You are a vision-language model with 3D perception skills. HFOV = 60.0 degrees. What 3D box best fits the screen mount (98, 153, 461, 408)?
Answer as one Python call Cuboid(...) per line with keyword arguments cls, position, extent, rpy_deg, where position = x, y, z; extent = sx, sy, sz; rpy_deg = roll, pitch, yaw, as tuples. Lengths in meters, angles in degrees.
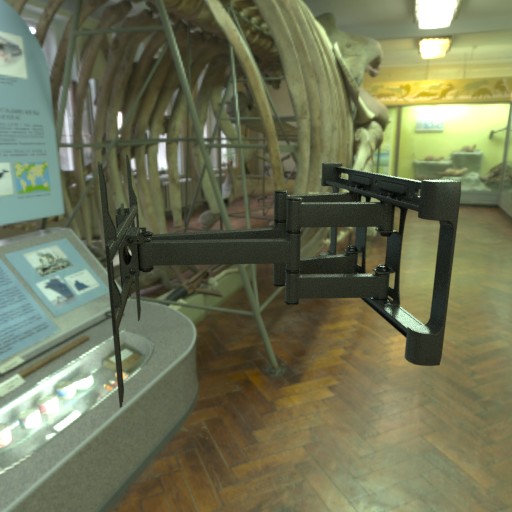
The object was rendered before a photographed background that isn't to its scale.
Cuboid(cls="screen mount", position=(0.000, 0.000, 0.954), extent=(0.556, 0.424, 0.571), rpy_deg=(-3, 15, -9))
